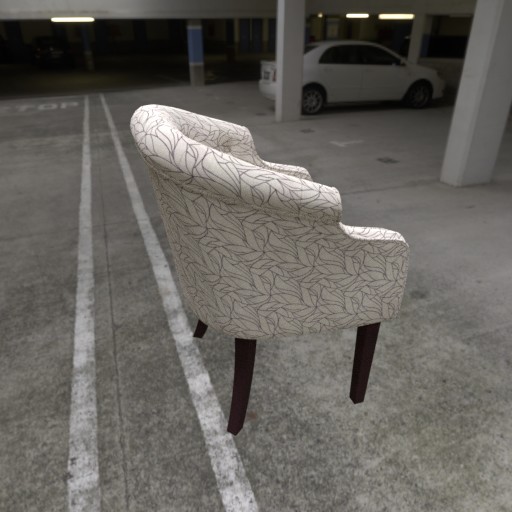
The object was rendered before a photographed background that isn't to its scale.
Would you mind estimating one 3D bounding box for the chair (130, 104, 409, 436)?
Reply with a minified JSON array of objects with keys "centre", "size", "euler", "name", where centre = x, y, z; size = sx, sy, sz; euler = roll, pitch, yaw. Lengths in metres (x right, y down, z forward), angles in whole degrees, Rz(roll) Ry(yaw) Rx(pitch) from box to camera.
[{"centre":[0.000,0.000,1.307],"size":[0.613,0.858,0.686],"euler":[-10,30,-17],"name":"chair"}]
